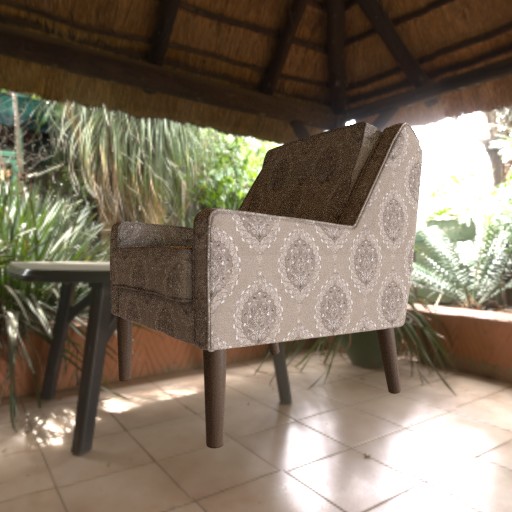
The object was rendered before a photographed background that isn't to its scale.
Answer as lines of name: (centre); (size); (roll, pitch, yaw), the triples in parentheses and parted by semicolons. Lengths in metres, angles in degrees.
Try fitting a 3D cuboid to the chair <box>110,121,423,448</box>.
chair: (0.000, 0.000, 1.354); (0.750, 0.797, 0.665); (-1, 1, -35)
